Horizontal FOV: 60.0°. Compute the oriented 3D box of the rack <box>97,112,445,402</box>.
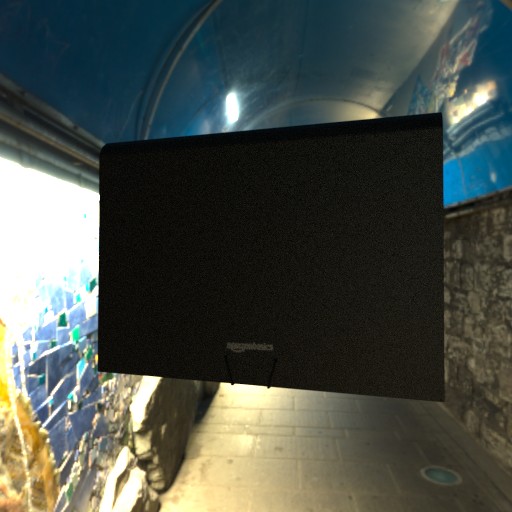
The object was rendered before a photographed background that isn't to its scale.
[{"bbox_3d":[0.000,0.000,0.425,0.330,0.241,0.041,0,-1,17],"label":"rack"}]
